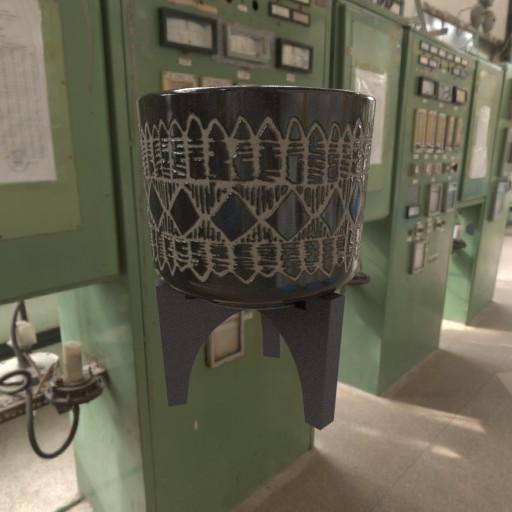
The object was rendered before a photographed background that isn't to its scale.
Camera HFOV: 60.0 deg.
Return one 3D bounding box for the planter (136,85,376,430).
[{"bbox_3d":[0.000,0.000,0.267,0.129,0.177,0.129,0,14,0],"label":"planter"}]
